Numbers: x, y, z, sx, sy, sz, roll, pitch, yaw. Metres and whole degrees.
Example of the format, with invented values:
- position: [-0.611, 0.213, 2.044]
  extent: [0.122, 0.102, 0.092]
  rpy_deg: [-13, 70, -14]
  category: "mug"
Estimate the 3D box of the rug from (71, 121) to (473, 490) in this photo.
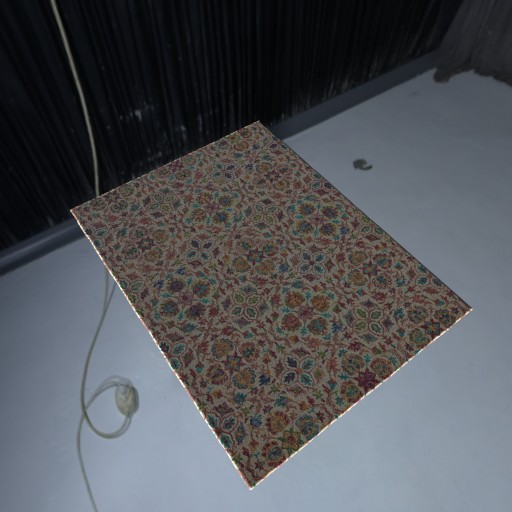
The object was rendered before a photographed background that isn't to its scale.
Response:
- position: [0.000, 0.000, 4.280]
  extent: [2.446, 0.020, 3.215]
  rpy_deg: [-31, 61, -20]
  category: "rug"
